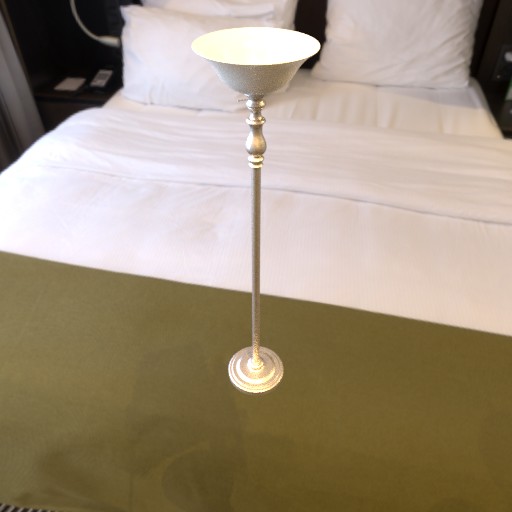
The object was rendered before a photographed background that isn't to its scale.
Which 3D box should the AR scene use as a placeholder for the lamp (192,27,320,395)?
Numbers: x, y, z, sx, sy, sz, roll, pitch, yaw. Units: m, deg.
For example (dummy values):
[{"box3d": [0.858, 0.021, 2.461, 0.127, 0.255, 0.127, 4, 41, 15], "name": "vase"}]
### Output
[{"box3d": [0.000, 0.000, 1.982, 0.405, 1.771, 0.405, -13, 42, -15], "name": "lamp"}]
